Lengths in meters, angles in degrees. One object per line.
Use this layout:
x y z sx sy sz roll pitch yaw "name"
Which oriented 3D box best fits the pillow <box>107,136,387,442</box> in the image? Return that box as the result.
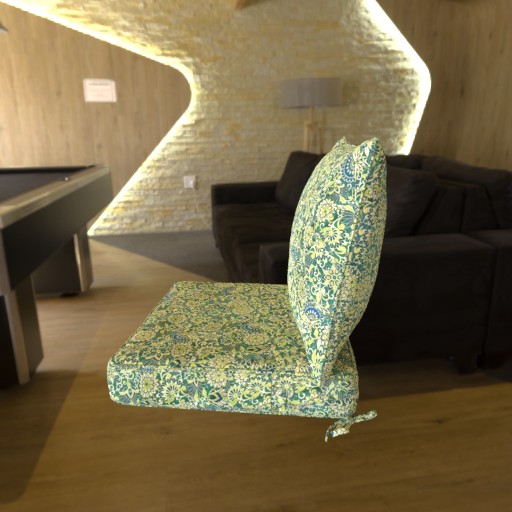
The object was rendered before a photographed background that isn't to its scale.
0.000 0.000 1.378 0.740 0.722 0.798 2 16 6 "pillow"
